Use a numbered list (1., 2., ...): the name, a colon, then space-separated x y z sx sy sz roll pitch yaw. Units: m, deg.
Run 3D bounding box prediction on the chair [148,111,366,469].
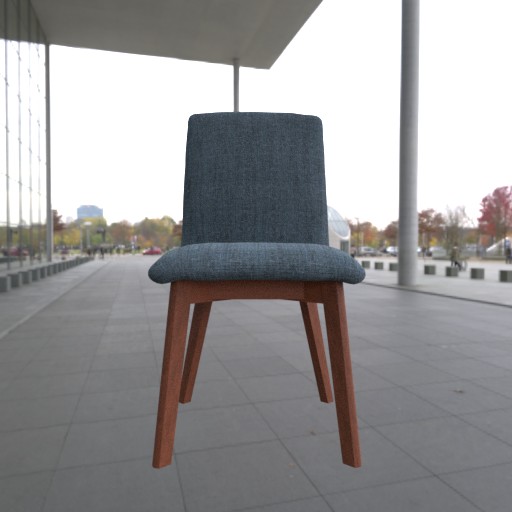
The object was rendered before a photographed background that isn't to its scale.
1. chair: 0.000 0.000 1.284 0.522 0.974 0.563 0 1 0
